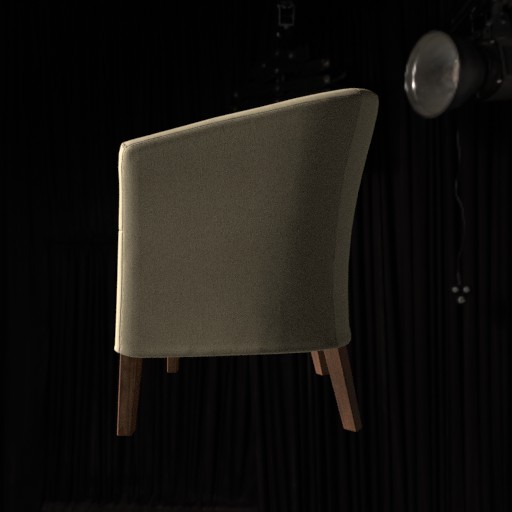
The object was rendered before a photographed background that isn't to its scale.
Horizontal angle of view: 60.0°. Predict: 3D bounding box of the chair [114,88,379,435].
[{"bbox_3d":[0.000,0.000,1.304,0.657,0.822,0.643,0,0,0],"label":"chair"}]
